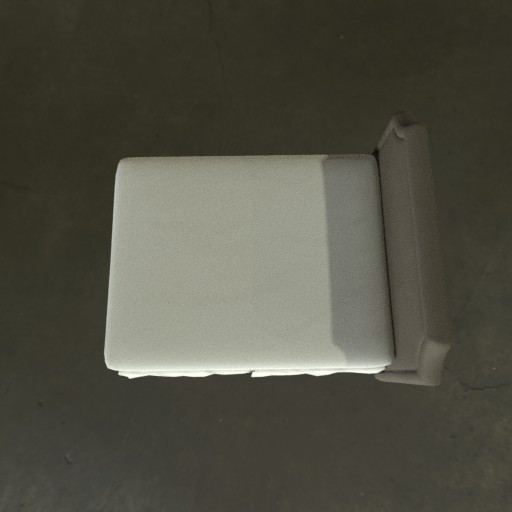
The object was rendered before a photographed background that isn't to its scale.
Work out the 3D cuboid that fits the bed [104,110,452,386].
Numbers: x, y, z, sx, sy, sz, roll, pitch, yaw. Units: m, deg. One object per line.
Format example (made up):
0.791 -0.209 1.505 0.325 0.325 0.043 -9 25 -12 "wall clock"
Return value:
0.000 0.000 3.229 2.181 1.297 1.831 -1 76 0 "bed"
